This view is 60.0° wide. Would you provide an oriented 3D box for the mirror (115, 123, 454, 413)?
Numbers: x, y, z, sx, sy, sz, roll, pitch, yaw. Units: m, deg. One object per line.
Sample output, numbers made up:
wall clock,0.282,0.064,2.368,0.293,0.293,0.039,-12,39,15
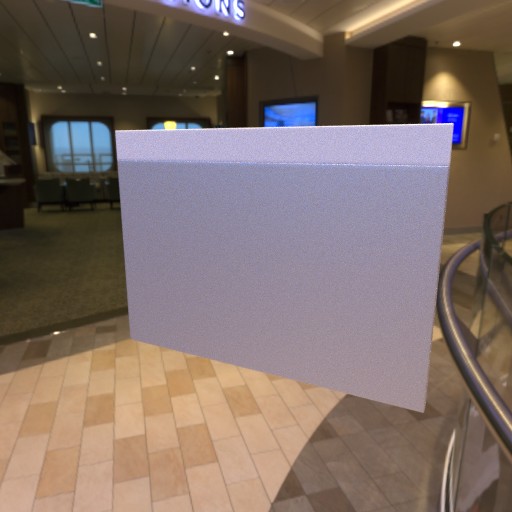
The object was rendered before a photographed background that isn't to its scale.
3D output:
mirror,0.000,0.000,1.135,0.870,0.630,0.030,7,15,26
